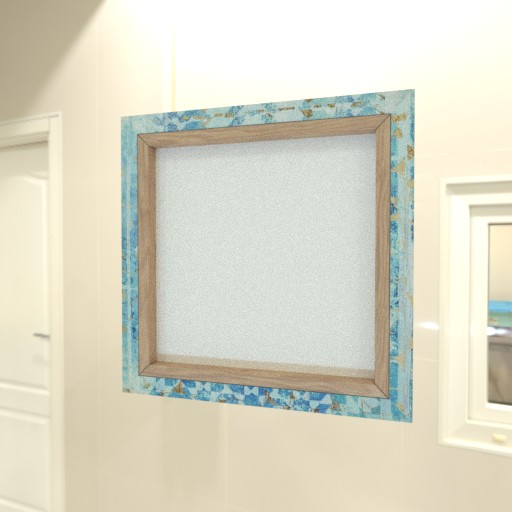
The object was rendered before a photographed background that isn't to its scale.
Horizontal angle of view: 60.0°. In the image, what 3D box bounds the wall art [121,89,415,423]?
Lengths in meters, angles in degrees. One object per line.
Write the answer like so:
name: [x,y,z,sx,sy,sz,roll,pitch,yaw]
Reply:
wall art: [0.000,0.000,0.910,0.609,0.609,0.040,0,1,17]
